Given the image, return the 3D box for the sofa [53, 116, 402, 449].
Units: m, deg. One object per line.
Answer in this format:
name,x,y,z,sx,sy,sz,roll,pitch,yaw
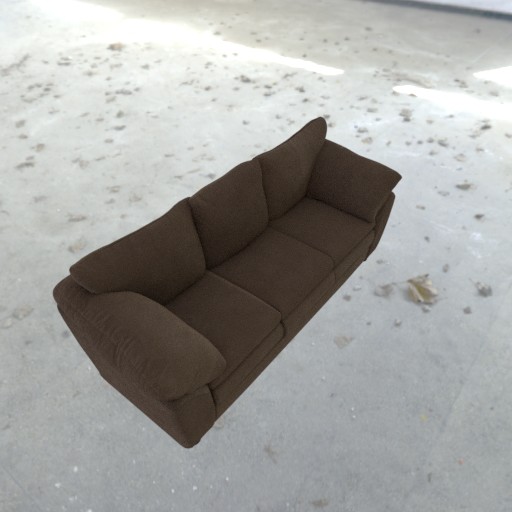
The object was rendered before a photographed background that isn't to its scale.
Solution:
sofa,0.000,0.000,2.832,0.878,1.015,2.336,27,48,28
